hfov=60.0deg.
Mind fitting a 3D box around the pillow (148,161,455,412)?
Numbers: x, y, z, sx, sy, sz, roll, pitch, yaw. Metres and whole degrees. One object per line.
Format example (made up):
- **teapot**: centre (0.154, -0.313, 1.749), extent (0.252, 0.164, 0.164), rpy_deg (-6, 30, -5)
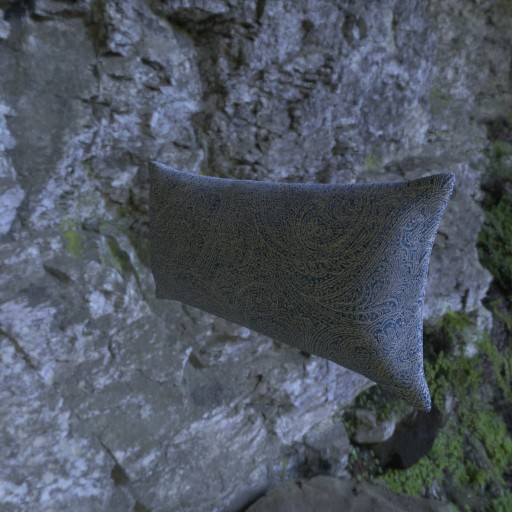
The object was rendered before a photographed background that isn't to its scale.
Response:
- **pillow**: centre (0.000, 0.000, 0.729), extent (0.615, 0.295, 0.151), rpy_deg (13, 19, 43)
